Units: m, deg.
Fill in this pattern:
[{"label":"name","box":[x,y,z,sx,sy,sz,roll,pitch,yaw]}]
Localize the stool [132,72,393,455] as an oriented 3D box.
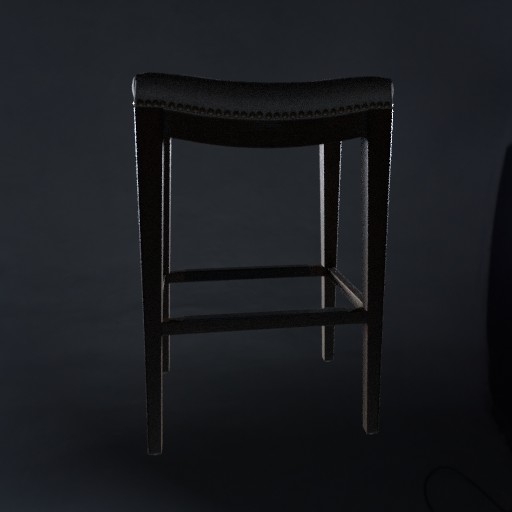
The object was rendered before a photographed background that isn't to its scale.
[{"label":"stool","box":[0.000,0.000,1.033,0.508,0.762,0.356,-2,16,-8]}]
